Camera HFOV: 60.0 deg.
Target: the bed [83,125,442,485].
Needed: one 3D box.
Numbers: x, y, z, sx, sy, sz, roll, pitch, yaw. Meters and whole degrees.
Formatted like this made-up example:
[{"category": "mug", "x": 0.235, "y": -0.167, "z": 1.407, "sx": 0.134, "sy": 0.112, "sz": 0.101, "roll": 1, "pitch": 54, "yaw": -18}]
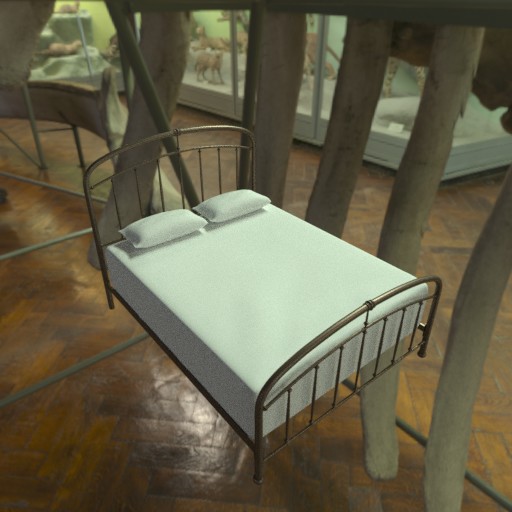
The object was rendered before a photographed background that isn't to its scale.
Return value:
[{"category": "bed", "x": 0.000, "y": 0.000, "z": 3.362, "sx": 1.711, "sy": 1.475, "sz": 2.168, "roll": -23, "pitch": 38, "yaw": -32}]
